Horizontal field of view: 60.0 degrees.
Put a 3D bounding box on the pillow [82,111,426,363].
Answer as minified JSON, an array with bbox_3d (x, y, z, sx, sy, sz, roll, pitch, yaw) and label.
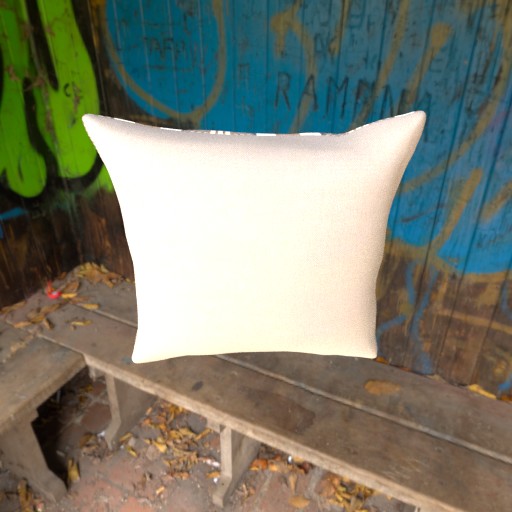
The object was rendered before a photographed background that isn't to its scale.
[{"bbox_3d":[0.000,0.000,0.634,0.416,0.401,0.173,-1,30,-1],"label":"pillow"}]
